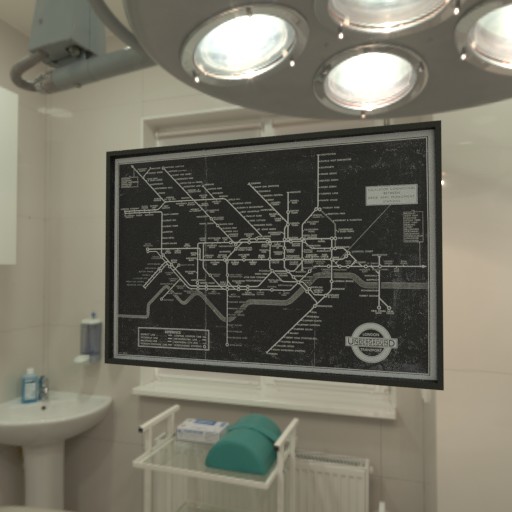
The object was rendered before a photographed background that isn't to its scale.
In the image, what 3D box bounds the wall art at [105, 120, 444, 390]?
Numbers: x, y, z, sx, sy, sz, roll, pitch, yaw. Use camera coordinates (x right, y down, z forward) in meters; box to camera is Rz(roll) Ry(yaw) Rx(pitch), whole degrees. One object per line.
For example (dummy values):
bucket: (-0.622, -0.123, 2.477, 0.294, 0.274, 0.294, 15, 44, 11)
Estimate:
wall art: (0.000, 0.000, 0.571, 0.443, 0.301, 0.021, 0, -1, 18)
